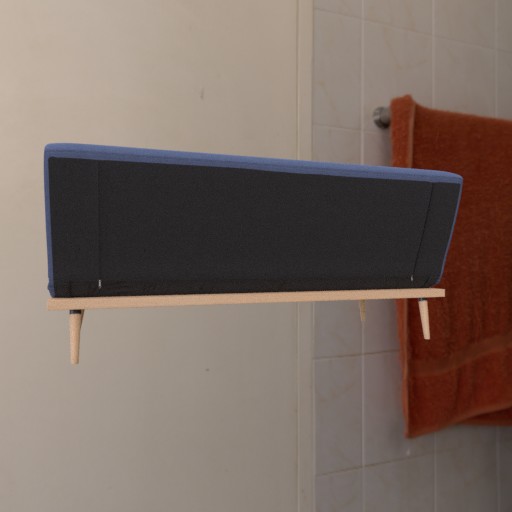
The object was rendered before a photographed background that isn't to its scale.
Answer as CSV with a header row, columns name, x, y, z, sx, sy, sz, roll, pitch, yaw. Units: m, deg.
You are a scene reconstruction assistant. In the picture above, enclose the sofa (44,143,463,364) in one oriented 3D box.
name,x,y,z,sx,sy,sz,roll,pitch,yaw
sofa,0.000,0.000,2.132,1.800,0.800,0.796,0,0,-19
